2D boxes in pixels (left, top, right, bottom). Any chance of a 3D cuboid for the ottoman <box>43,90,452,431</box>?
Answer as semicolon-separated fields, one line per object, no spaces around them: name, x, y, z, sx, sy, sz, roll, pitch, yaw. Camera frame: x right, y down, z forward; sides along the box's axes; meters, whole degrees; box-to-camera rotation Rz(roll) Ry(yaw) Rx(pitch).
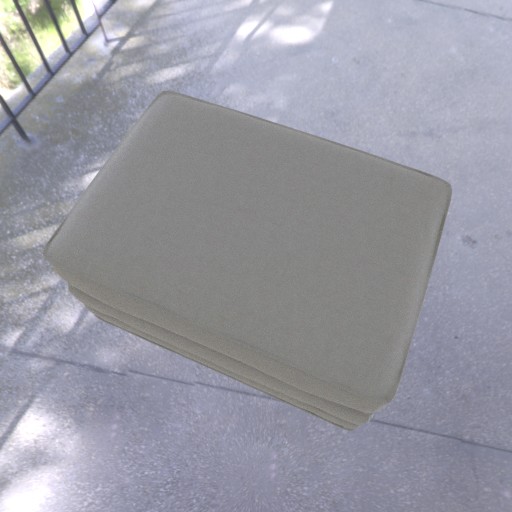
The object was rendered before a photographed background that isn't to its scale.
ottoman;0.000;0.000;1.215;0.848;0.482;0.611;21;65;11
